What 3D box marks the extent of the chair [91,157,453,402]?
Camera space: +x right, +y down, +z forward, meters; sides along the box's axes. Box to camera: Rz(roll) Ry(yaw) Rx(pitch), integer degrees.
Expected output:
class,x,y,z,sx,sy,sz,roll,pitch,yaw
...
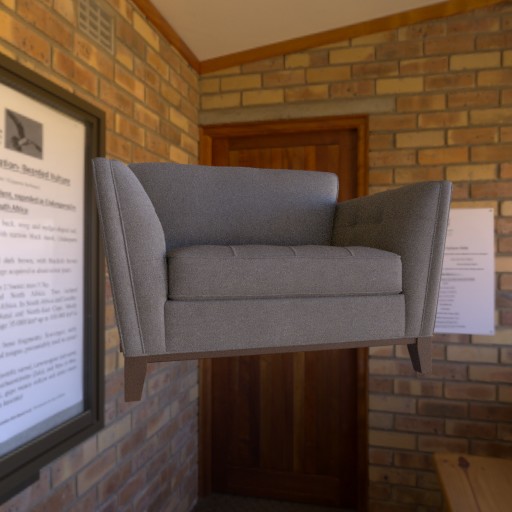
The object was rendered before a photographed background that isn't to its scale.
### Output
class,x,y,z,sx,sy,sz,roll,pitch,yaw
chair,0.000,0.000,2.050,1.396,0.942,0.965,0,0,-18
